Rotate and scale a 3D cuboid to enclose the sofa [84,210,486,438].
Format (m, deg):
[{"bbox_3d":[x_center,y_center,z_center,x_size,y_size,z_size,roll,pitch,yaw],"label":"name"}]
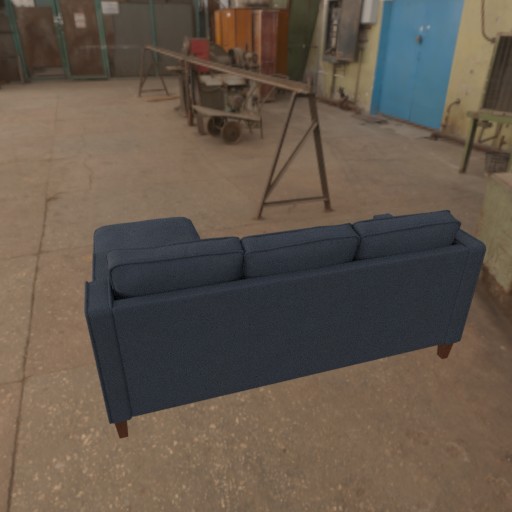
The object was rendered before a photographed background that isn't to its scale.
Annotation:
[{"bbox_3d":[0.000,0.000,3.279,2.317,1.066,1.858,-9,29,-16],"label":"sofa"}]
